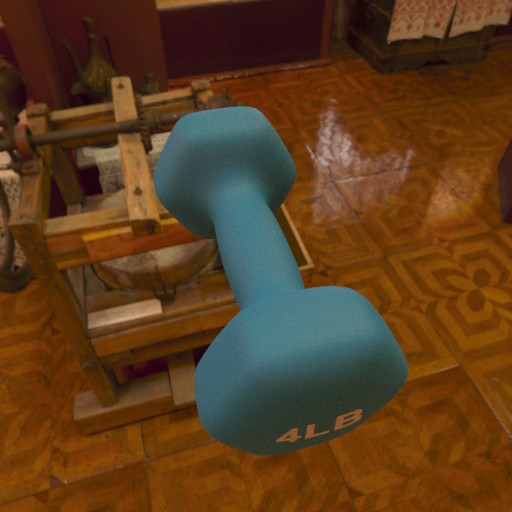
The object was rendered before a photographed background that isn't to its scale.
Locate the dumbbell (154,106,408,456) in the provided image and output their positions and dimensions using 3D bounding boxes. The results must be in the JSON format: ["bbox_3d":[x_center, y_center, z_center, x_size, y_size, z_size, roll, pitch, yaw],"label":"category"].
[{"bbox_3d":[0.000,0.000,0.188,0.074,0.066,0.152,-11,48,-10],"label":"dumbbell"}]
